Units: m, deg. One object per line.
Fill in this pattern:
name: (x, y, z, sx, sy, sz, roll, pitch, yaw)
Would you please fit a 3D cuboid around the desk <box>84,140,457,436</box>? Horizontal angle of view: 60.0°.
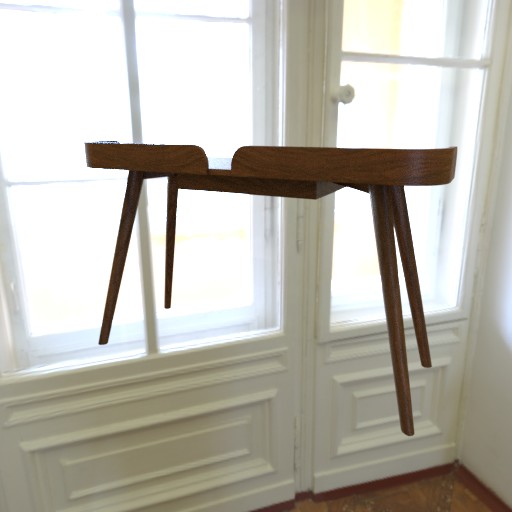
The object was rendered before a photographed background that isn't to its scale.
desk: (0.000, 0.000, 1.615, 1.256, 0.800, 0.486, 8, 18, 26)
